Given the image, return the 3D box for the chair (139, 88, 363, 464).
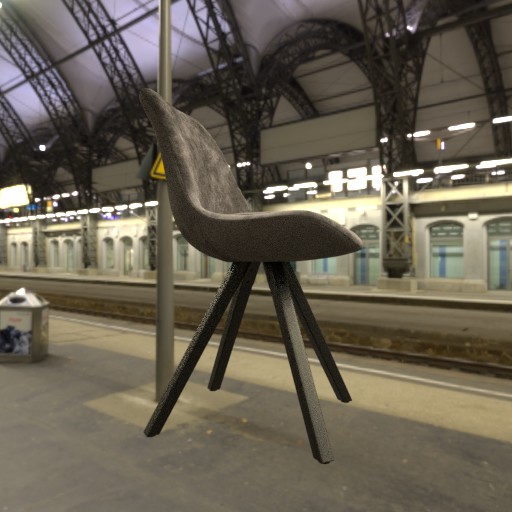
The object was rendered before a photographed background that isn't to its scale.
[{"bbox_3d":[0.000,0.000,1.170,0.550,0.850,0.485,0,0,17],"label":"chair"}]
